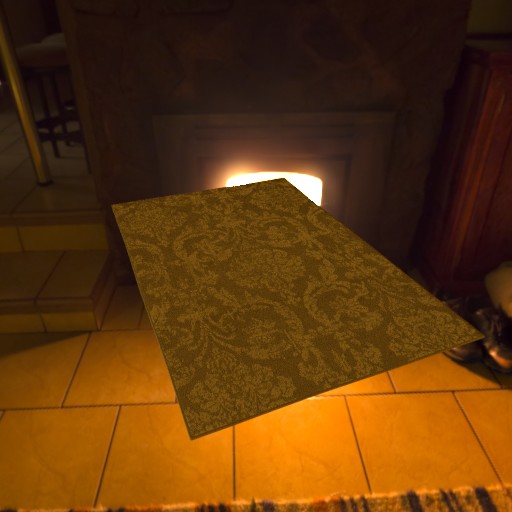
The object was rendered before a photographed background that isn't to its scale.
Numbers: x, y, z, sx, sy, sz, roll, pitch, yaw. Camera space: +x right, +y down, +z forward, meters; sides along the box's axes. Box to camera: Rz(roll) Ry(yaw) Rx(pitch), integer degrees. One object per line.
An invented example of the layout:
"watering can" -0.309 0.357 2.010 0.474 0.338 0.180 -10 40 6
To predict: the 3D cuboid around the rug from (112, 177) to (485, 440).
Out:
"rug" 0.000 0.000 2.274 1.206 0.012 1.824 -12 34 -19
